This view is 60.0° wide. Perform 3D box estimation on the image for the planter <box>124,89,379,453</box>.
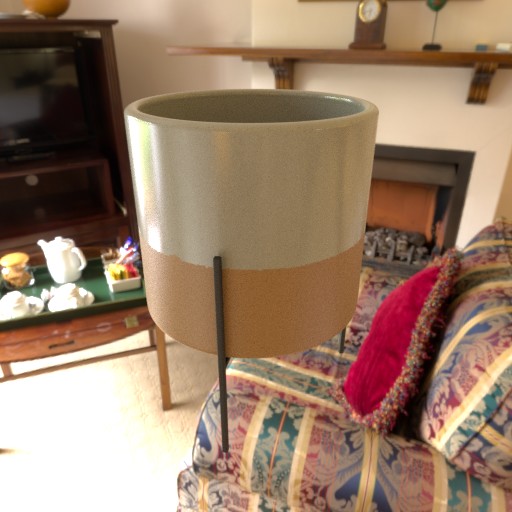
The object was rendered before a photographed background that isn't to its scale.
[{"bbox_3d":[0.000,0.000,0.724,0.360,0.480,0.348,-8,28,-16],"label":"planter"}]
